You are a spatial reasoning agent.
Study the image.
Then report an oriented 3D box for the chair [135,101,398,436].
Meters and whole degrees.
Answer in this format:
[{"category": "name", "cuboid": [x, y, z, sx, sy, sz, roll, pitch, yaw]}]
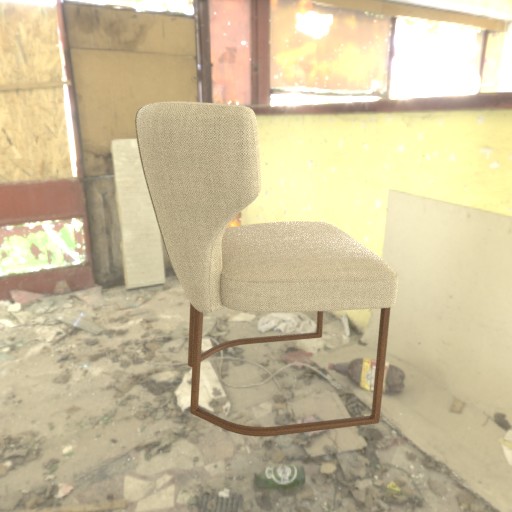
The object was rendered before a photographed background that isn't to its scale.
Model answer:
[{"category": "chair", "cuboid": [0.000, 0.000, 1.272, 0.617, 0.824, 0.611, -3, 17, -9]}]
